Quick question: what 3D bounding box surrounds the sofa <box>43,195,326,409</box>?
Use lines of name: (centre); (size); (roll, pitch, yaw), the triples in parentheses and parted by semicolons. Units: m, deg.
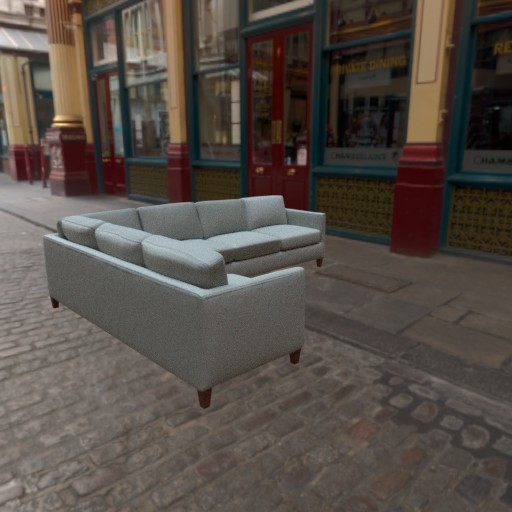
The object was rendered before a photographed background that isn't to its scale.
sofa: (0.000, 0.000, 4.519); (3.301, 0.947, 2.592); (-13, 18, -42)
